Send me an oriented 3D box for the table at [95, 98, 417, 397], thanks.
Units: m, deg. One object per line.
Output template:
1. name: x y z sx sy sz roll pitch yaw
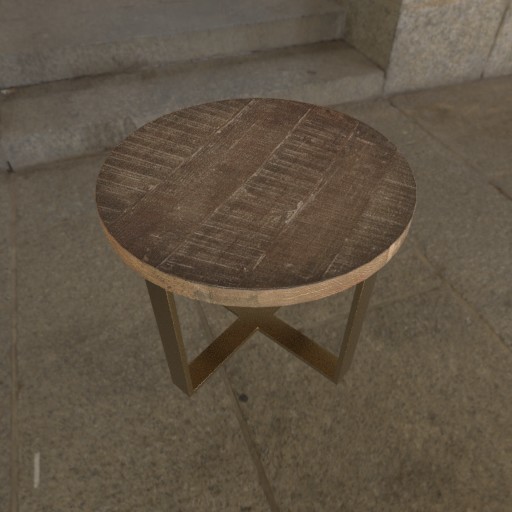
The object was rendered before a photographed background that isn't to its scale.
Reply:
1. table: 0.000 0.000 0.947 0.557 0.437 0.557 0 46 0
